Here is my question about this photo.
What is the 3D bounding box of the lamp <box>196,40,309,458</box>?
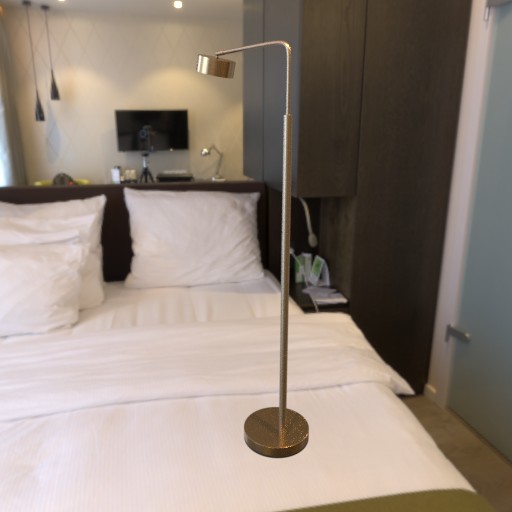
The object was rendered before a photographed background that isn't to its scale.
[{"bbox_3d":[0.000,0.000,1.416,0.219,1.230,0.418,-14,21,-42],"label":"lamp"}]
